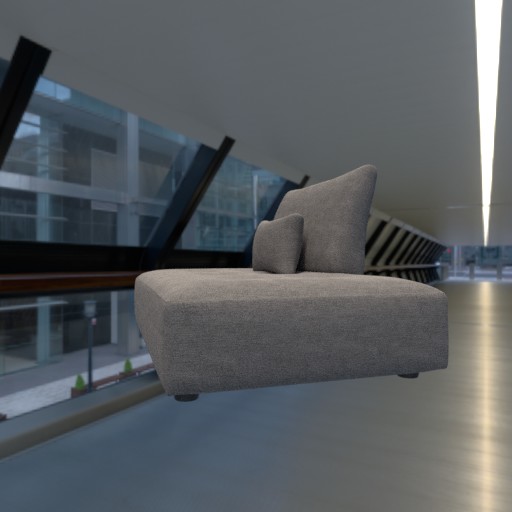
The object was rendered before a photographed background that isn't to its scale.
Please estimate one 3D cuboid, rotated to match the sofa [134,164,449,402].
[{"bbox_3d":[0.000,0.000,2.010,1.002,0.820,1.450,0,0,-18],"label":"sofa"}]
